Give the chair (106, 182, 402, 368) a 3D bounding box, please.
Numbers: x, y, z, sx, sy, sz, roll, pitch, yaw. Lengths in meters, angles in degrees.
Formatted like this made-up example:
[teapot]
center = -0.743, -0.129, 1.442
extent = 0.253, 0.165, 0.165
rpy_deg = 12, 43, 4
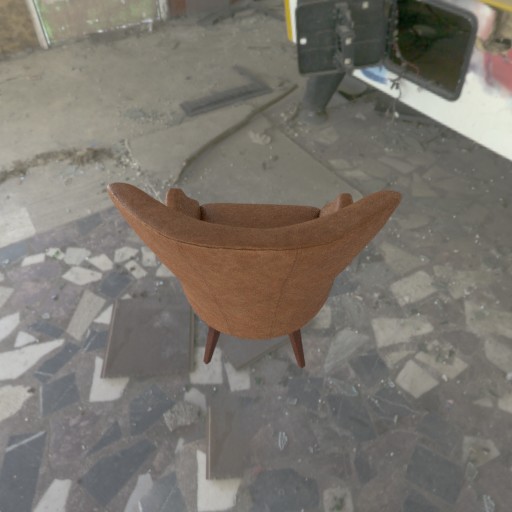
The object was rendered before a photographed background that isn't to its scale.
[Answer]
[chair]
center = 0.000, 0.000, 1.747
extent = 0.846, 1.067, 0.955
rpy_deg = 2, 47, 2
